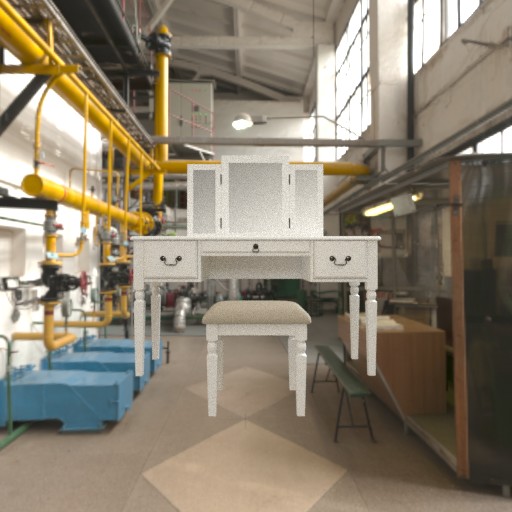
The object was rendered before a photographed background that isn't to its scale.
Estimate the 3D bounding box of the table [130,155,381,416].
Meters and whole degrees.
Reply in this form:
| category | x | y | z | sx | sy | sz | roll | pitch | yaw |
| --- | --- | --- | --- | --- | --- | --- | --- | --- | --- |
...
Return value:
| category | x | y | z | sx | sy | sz | roll | pitch | yaw |
| --- | --- | --- | --- | --- | --- | --- | --- | --- | --- |
| table | 0.000 | 0.000 | 2.333 | 1.369 | 1.310 | 1.115 | 0 | -1 | 0 |
